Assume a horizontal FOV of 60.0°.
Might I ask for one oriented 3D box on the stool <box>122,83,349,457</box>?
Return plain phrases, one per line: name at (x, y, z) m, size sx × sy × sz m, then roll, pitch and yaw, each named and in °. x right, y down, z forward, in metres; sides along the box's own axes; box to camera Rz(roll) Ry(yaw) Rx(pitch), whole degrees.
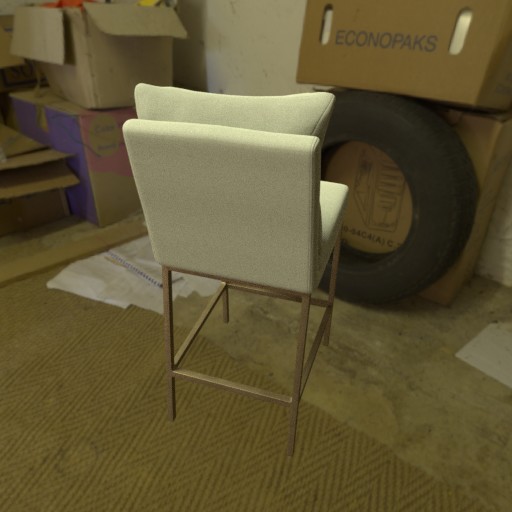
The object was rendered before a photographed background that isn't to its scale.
stool at (0.000, 0.000, 1.340) m, size 0.463 × 1.032 × 0.572 m, roll 9°, pitch 32°, yaw 15°
